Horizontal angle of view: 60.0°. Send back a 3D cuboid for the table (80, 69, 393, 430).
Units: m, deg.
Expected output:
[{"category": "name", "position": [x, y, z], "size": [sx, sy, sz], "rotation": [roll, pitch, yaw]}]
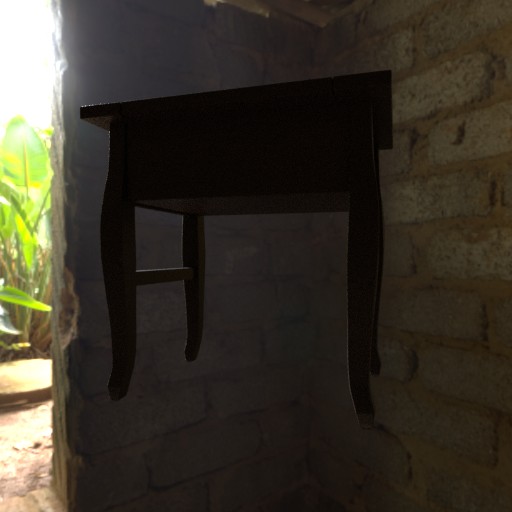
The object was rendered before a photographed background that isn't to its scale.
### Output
[{"category": "table", "position": [0.000, 0.000, 1.023], "size": [0.602, 0.605, 0.460], "rotation": [0, 0, 17]}]
